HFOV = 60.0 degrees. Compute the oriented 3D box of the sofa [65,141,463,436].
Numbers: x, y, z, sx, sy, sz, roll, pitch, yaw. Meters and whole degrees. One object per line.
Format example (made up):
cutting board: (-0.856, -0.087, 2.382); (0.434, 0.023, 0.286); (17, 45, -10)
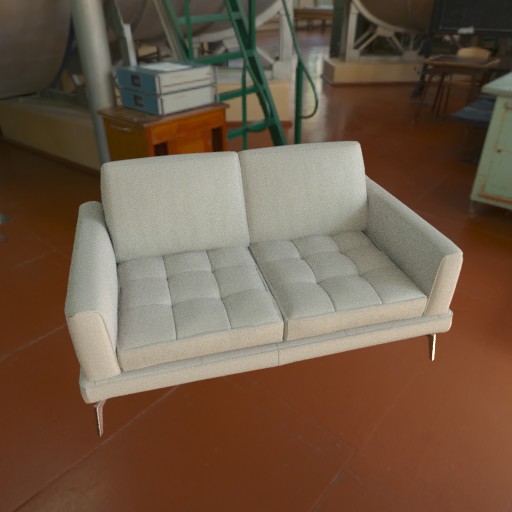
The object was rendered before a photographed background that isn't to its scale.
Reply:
sofa: (0.000, 0.000, 2.366); (1.819, 0.930, 1.121); (-8, 33, -13)
